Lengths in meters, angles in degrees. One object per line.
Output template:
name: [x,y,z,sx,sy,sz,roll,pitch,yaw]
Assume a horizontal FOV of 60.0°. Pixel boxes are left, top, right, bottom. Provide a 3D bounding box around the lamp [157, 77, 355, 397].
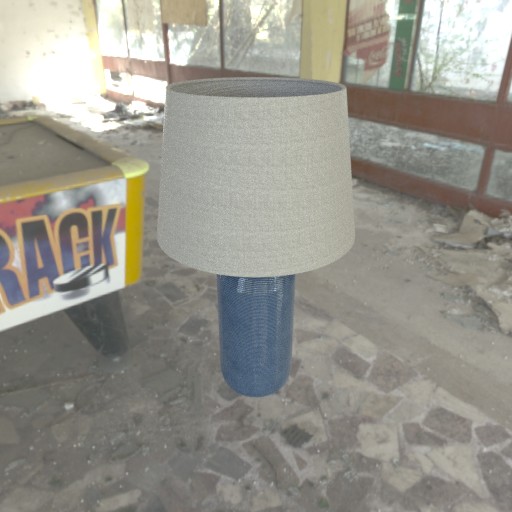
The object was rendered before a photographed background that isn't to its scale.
lamp: [0.000,0.000,0.593,0.253,0.428,0.253,0,27,0]
